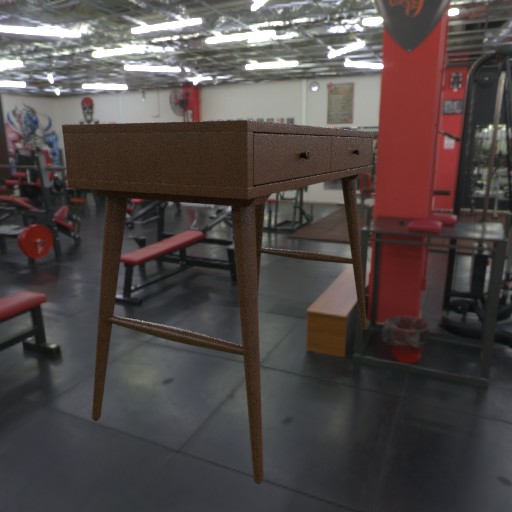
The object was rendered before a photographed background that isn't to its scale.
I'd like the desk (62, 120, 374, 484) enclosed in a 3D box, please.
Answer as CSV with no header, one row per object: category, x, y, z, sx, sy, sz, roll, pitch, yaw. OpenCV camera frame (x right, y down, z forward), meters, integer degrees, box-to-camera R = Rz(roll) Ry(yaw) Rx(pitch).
desk,0.000,0.000,1.377,0.510,0.758,0.949,7,16,27
